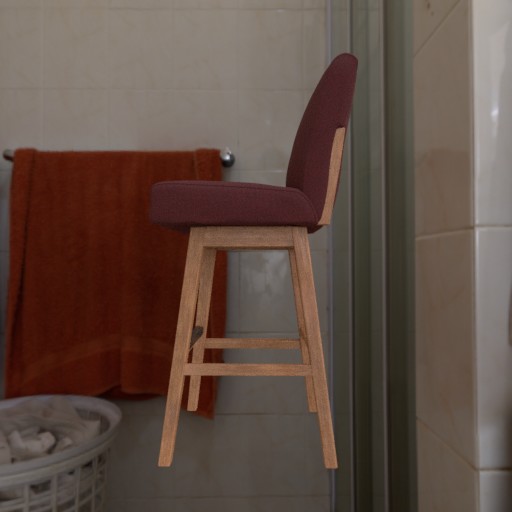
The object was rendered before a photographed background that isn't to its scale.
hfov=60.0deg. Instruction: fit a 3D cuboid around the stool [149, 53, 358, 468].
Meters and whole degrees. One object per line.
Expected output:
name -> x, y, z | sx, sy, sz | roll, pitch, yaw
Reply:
stool -> 0.000, 0.000, 1.371 | 0.562, 1.093, 0.468 | 0, -1, 1
